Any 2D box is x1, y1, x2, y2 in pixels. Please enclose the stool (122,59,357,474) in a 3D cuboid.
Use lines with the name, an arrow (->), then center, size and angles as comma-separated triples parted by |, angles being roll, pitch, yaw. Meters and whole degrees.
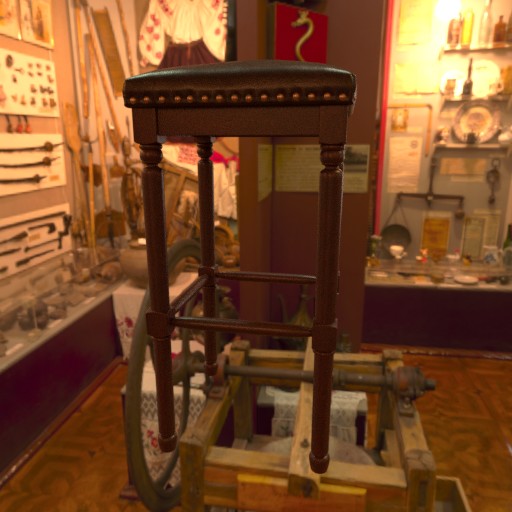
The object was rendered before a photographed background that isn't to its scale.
stool -> 0.000, 0.000, 0.955 | 0.382, 0.768, 0.383 | 3, 15, 11
